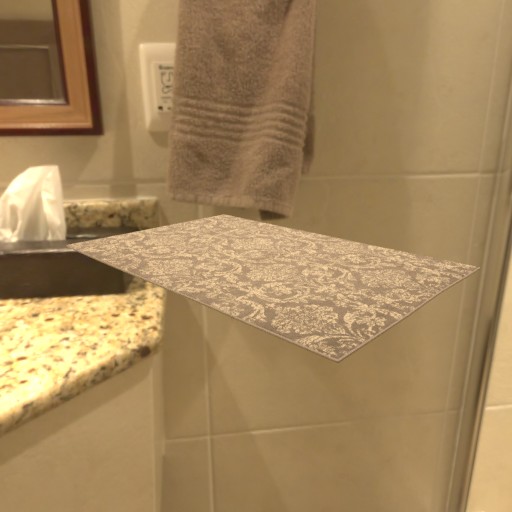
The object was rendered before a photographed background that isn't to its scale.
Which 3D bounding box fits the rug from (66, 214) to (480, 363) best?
[{"bbox_3d":[0.000,0.000,3.479,2.746,0.018,1.819,16,23,42],"label":"rug"}]
